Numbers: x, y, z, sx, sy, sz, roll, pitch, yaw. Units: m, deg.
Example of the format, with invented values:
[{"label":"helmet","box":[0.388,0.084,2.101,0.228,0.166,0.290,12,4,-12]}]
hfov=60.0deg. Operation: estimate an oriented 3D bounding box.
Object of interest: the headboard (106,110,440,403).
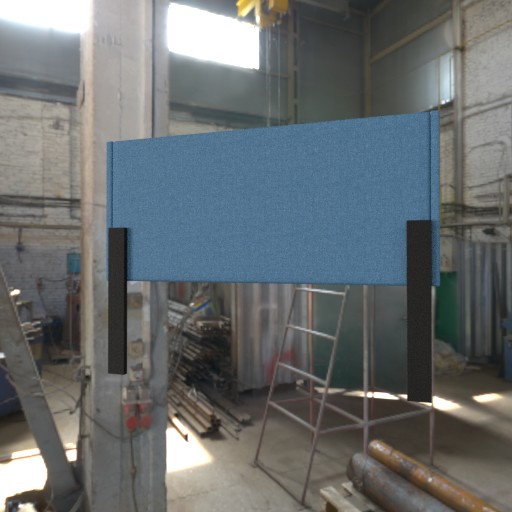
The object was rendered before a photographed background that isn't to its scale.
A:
[{"label":"headboard","box":[0.000,0.000,2.675,2.051,1.524,0.184,0,0,18]}]
